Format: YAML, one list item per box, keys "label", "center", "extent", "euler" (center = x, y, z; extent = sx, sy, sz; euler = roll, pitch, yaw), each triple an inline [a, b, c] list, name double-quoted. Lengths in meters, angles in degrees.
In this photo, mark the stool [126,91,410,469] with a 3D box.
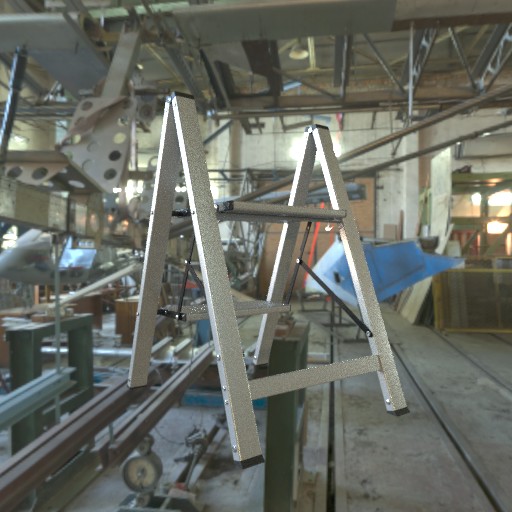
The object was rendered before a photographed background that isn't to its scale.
- label: "stool"
  center: [0.000, 0.000, 1.040]
  extent: [0.440, 0.670, 0.535]
  euler: [0, 0, -36]
